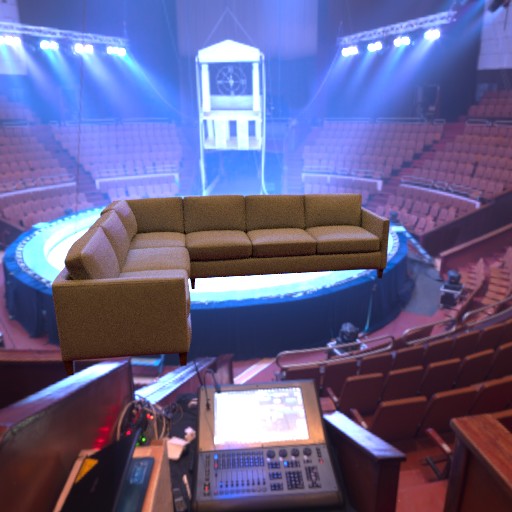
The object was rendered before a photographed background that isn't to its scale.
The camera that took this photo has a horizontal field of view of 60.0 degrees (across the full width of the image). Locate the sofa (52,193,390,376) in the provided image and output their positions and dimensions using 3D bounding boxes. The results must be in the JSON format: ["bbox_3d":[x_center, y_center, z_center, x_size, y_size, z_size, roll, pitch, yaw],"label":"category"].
[{"bbox_3d":[0.000,0.000,4.549,3.301,0.947,2.592,-3,17,-9],"label":"sofa"}]
